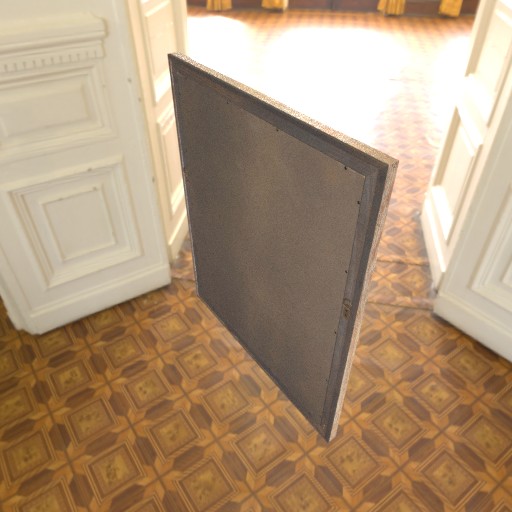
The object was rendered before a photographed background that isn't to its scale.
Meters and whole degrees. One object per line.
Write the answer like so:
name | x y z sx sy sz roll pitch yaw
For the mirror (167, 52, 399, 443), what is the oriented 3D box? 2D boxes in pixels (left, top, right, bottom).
mirror | 0.000 0.000 1.209 0.032 0.882 0.730 -25 46 -27
